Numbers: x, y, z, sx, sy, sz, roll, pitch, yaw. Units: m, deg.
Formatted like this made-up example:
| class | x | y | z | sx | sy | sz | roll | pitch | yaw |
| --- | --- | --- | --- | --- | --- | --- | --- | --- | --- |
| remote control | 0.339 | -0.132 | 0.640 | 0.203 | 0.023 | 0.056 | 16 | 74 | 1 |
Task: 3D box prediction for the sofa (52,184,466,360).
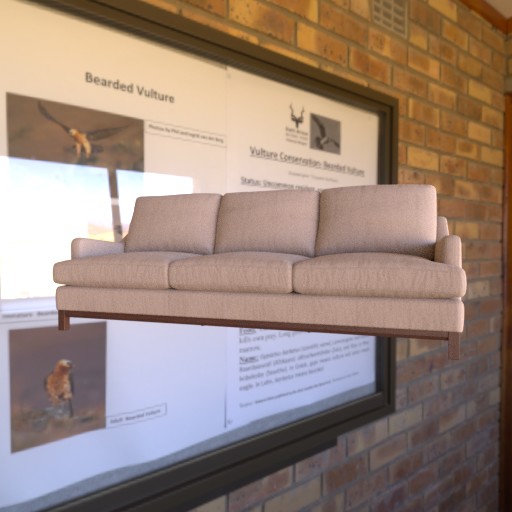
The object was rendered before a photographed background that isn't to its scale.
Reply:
| class | x | y | z | sx | sy | sz | roll | pitch | yaw |
| --- | --- | --- | --- | --- | --- | --- | --- | --- | --- |
| sofa | 0.000 | 0.000 | 2.808 | 2.321 | 0.913 | 1.000 | 0 | 1 | 18 |
